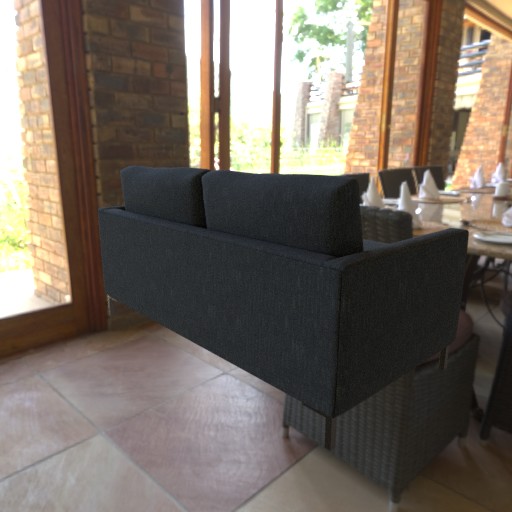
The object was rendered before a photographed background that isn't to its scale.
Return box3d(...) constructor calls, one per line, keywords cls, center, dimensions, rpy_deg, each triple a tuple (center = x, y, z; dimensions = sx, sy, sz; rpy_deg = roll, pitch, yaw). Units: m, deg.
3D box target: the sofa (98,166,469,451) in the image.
box3d(cls="sofa", center=(0.000, 0.000, 2.183), dimensions=(0.866, 0.862, 1.716), rpy_deg=(-12, 18, -41))
